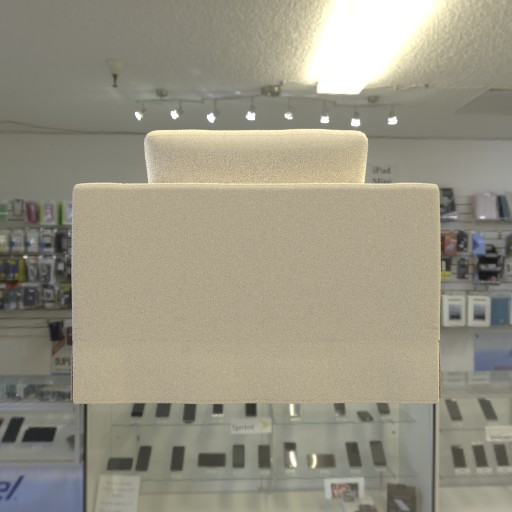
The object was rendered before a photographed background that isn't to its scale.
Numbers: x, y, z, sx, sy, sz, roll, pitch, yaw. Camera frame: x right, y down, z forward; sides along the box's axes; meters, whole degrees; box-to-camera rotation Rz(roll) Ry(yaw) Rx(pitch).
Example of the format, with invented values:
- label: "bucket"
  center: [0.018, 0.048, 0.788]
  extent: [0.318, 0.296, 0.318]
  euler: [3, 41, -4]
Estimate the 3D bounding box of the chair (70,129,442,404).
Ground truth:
- label: "chair"
  center: [0.000, 0.000, 1.790]
  extent: [1.150, 0.878, 0.957]
  euler: [0, 0, 0]
